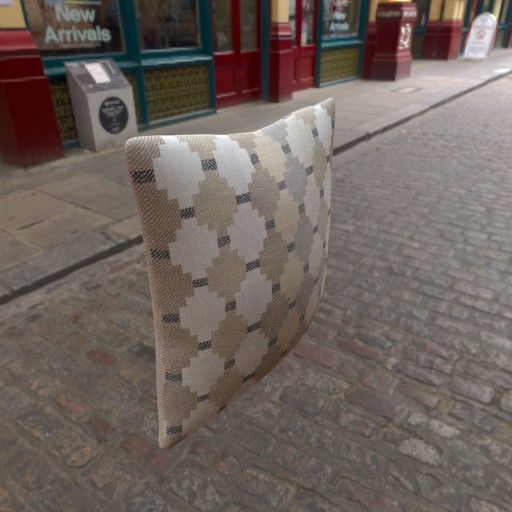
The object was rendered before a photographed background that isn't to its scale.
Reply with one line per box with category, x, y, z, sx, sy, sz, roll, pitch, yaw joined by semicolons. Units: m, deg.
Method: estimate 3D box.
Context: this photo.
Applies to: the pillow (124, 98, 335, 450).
pillow;0.000;0.000;0.872;0.192;0.558;0.578;18;33;31
